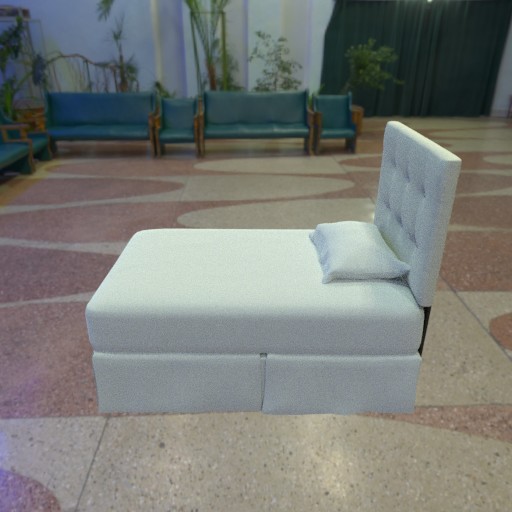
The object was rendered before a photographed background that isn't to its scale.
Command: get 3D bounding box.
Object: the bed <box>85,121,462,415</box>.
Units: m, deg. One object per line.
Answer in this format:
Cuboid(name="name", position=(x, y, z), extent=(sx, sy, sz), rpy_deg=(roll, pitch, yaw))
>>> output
Cuboid(name="bed", position=(0.000, 0.000, 2.938), extent=(1.997, 1.571, 1.261), rpy_deg=(0, 26, 1))
